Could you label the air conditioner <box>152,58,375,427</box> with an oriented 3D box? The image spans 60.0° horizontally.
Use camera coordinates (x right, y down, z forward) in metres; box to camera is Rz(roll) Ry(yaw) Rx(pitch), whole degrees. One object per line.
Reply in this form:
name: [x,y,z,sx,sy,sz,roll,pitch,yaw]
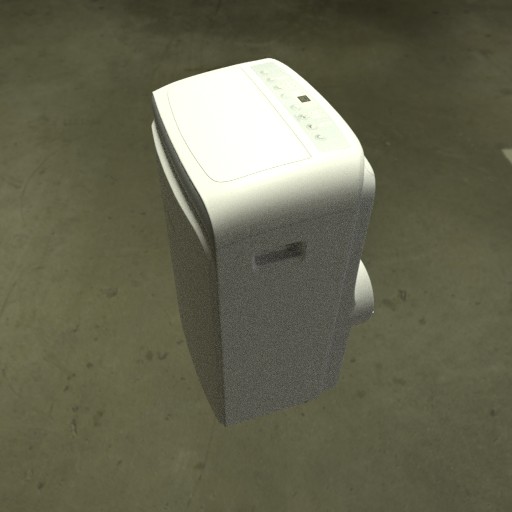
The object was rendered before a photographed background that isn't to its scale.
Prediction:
air conditioner: [0.000,0.000,0.968,0.365,0.700,0.454,-16,49,-14]
